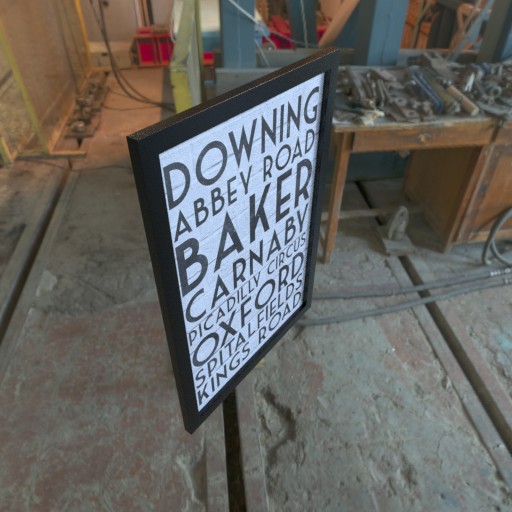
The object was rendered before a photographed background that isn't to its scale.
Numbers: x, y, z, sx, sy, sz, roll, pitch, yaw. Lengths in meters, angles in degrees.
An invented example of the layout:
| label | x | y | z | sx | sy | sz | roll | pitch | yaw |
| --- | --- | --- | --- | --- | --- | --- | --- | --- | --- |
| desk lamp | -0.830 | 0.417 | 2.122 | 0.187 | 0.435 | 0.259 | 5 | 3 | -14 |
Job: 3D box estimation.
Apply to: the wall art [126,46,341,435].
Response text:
| label | x | y | z | sx | sy | sz | roll | pitch | yaw |
| --- | --- | --- | --- | --- | --- | --- | --- | --- | --- |
| wall art | 0.000 | 0.000 | 0.853 | 0.019 | 0.656 | 0.462 | 27 | 47 | 28 |
